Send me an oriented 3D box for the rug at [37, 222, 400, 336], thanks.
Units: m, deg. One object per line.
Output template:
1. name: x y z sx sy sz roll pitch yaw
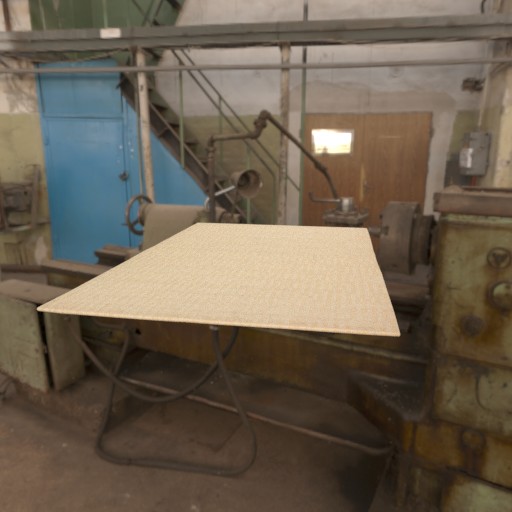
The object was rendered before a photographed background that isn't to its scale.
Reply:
1. rug: 0.000 0.000 2.321 1.238 0.014 1.848 3 14 10
